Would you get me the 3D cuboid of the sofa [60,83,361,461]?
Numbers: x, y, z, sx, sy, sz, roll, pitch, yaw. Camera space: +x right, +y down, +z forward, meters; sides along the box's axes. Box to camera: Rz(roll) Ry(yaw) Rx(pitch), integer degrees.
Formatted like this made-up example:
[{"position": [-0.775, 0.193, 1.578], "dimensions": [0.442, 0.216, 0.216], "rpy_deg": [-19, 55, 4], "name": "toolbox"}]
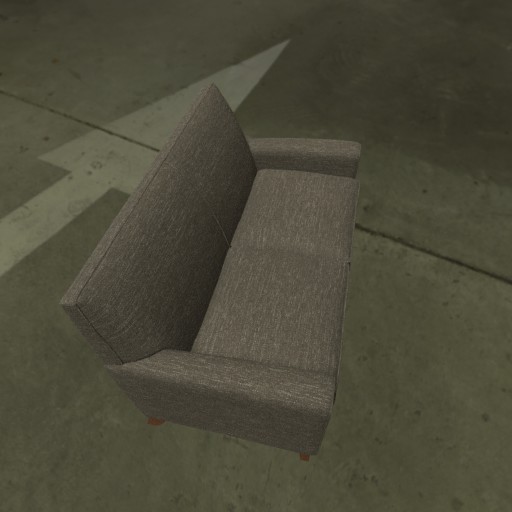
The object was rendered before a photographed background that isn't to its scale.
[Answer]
[{"position": [0.000, 0.000, 2.026], "dimensions": [0.867, 0.905, 1.509], "rpy_deg": [9, 47, 9], "name": "sofa"}]
